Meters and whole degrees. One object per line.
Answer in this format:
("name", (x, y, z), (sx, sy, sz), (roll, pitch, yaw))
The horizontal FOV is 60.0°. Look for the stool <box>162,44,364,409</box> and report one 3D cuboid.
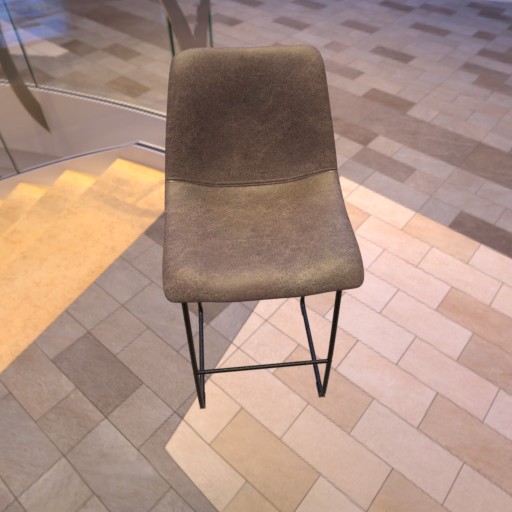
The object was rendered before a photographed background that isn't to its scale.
("stool", (0.000, 0.000, 1.396), (0.514, 1.082, 0.561), (-4, 48, -4))
